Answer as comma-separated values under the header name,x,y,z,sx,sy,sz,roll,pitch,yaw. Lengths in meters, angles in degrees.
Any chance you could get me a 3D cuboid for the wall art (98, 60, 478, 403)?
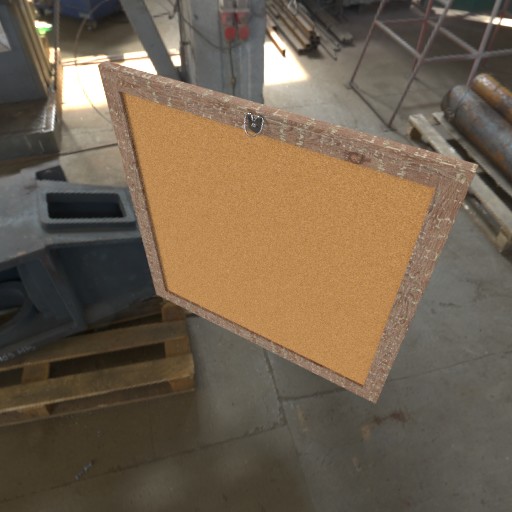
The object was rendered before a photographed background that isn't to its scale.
name,x,y,z,sx,sy,sz,roll,pitch,yaw
wall art,0.000,0.000,0.535,0.380,0.380,0.022,23,50,20
